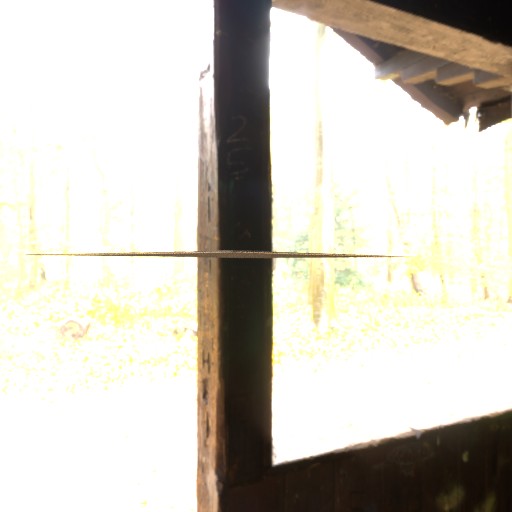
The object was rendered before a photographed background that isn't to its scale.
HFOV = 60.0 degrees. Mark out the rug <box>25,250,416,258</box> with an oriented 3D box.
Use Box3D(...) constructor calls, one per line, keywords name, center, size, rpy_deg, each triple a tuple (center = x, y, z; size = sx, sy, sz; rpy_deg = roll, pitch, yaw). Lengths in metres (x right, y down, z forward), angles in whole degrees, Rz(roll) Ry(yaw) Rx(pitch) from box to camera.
Box3D(name="rug", center=(0.000, 0.000, 3.086), size=(1.523, 0.008, 2.438), rpy_deg=(-1, -1, 35))
